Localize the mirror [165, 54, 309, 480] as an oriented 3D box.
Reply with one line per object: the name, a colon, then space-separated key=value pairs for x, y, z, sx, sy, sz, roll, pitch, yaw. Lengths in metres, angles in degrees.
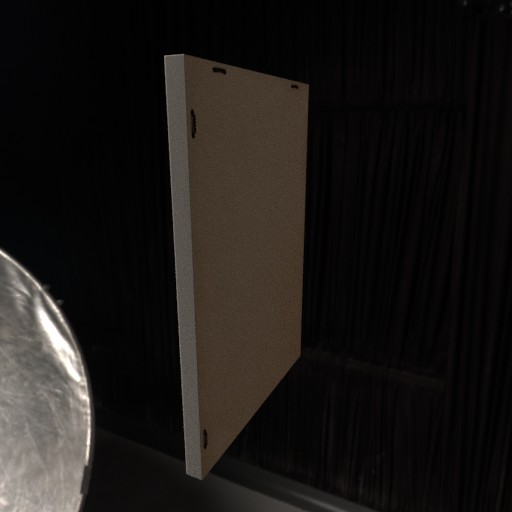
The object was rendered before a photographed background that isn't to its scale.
mirror: x=0.000 y=0.000 z=0.929 sx=0.039 sy=0.710 sz=0.507 roll=8 pitch=18 yaw=25
